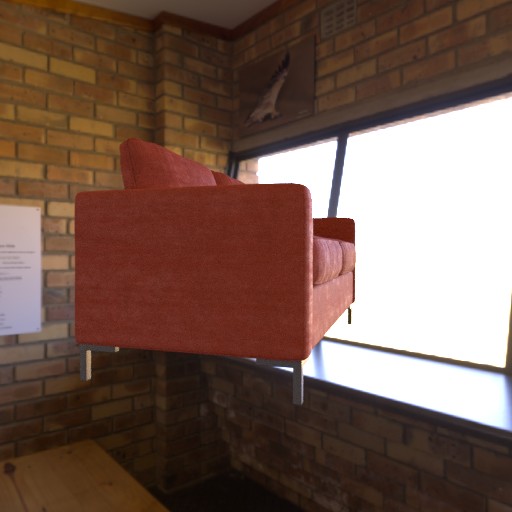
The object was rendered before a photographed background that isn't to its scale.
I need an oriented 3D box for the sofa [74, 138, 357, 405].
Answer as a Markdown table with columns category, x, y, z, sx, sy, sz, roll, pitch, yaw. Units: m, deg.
| category | x | y | z | sx | sy | sz | roll | pitch | yaw |
| --- | --- | --- | --- | --- | --- | --- | --- | --- | --- |
| sofa | 0.000 | 0.000 | 2.165 | 0.864 | 0.896 | 1.574 | 0 | 0 | 18 |
